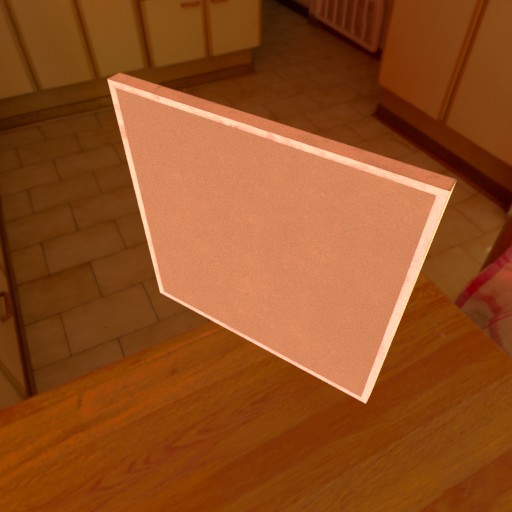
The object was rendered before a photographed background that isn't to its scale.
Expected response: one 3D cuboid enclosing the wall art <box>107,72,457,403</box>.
[{"bbox_3d":[0.000,0.000,1.135,0.760,0.757,0.038,24,51,22],"label":"wall art"}]
